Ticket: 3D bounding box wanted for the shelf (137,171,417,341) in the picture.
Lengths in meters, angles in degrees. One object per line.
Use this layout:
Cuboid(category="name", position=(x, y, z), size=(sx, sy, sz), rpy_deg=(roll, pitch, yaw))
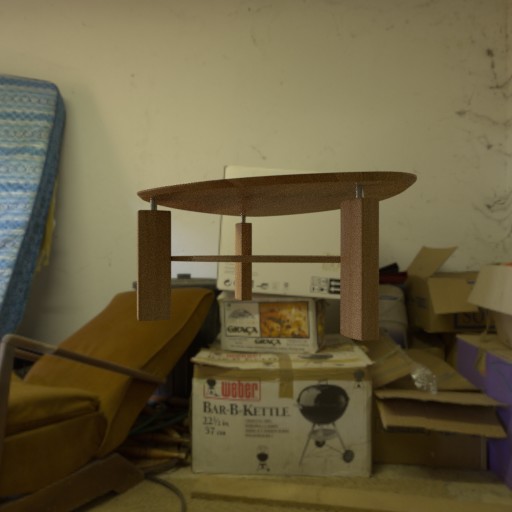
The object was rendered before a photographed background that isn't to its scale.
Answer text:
Cuboid(category="shelf", position=(0.000, 0.000, 1.662), size=(0.863, 0.439, 1.240), rpy_deg=(0, 0, -20))
